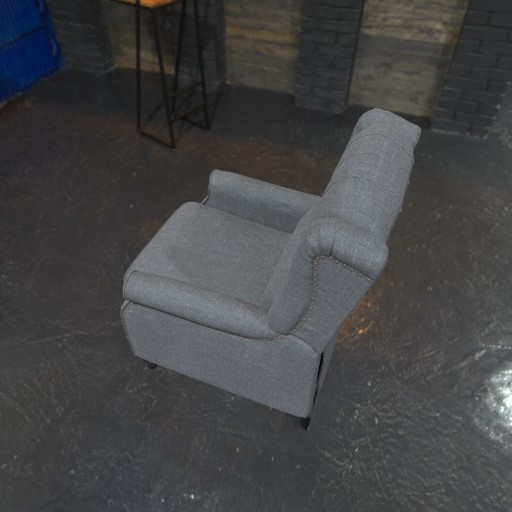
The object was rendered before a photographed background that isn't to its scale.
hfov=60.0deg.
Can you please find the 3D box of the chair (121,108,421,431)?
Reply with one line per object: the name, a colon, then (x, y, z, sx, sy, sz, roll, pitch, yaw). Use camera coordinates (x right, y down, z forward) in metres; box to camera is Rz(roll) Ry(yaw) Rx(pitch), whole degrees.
chair: (0.000, 0.000, 1.636, 0.898, 1.035, 0.742, 16, 47, 15)
